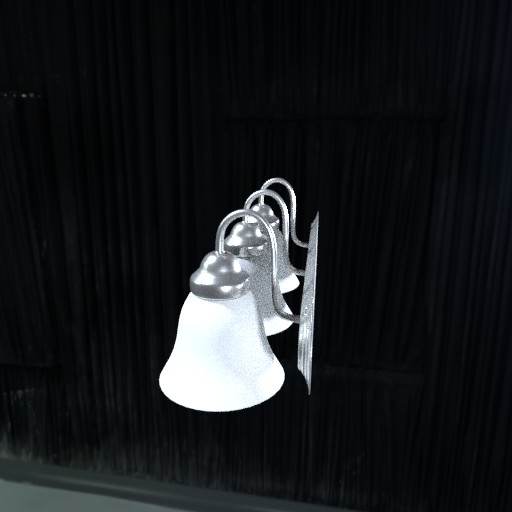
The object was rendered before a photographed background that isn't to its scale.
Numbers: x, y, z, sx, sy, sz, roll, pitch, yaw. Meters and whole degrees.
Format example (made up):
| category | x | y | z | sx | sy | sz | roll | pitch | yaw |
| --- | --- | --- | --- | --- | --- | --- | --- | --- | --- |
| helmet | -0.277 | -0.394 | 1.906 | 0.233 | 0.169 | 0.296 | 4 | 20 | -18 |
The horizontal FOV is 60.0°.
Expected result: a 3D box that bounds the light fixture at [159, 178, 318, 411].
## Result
| category | x | y | z | sx | sy | sz | roll | pitch | yaw |
| --- | --- | --- | --- | --- | --- | --- | --- | --- | --- |
| light fixture | 0.000 | 0.000 | 0.741 | 0.199 | 0.222 | 0.610 | 2 | 16 | 8 |
